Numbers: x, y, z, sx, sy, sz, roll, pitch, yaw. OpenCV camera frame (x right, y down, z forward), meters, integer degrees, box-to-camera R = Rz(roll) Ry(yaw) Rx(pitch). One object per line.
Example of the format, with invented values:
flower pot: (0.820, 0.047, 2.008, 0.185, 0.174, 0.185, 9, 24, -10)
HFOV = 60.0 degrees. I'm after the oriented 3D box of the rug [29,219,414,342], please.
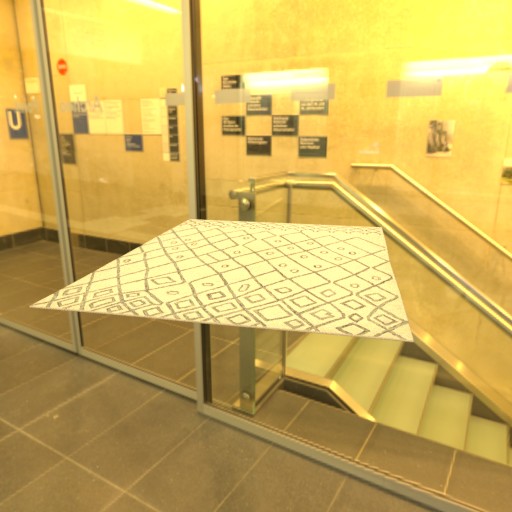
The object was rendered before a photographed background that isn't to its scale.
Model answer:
rug: (0.000, 0.000, 4.137, 2.446, 0.015, 3.046, 3, 16, 12)
